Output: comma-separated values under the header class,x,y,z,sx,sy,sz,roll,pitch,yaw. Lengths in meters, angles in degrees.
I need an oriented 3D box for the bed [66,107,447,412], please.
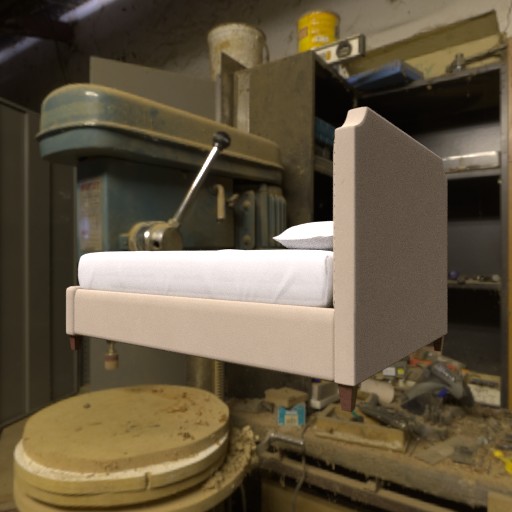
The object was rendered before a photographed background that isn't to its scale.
class,x,y,z,sx,sy,sz,roll,pitch,yaw
bed,0.000,0.000,3.335,2.329,1.415,1.703,0,0,36
